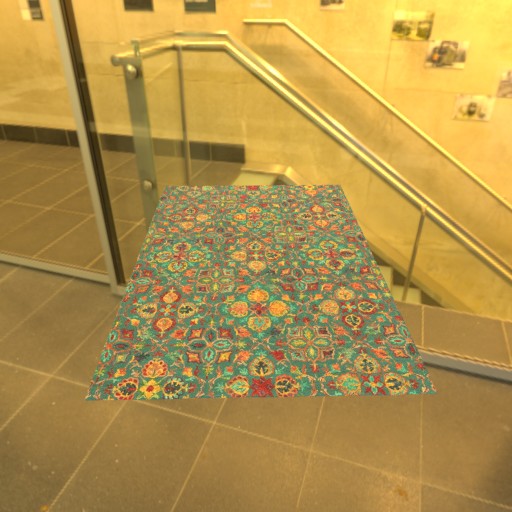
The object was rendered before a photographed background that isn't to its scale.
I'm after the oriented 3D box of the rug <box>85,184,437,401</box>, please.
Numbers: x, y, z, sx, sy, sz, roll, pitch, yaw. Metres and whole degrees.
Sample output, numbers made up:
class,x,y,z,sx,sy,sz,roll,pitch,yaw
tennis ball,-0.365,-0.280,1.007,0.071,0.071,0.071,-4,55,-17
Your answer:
class,x,y,z,sx,sy,sz,roll,pitch,yaw
rug,0.000,0.000,2.880,1.527,0.016,2.290,-1,32,-1
